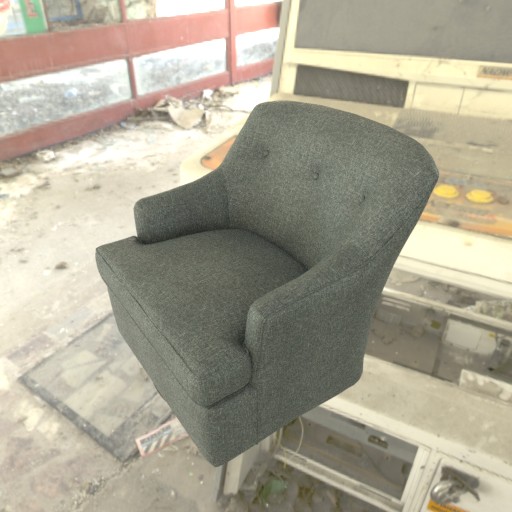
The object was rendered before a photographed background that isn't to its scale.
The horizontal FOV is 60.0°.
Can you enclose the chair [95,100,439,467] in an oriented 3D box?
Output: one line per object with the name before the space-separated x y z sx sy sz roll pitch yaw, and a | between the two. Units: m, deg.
chair | 0.000 0.000 1.565 0.923 0.856 0.864 -22 39 -29
